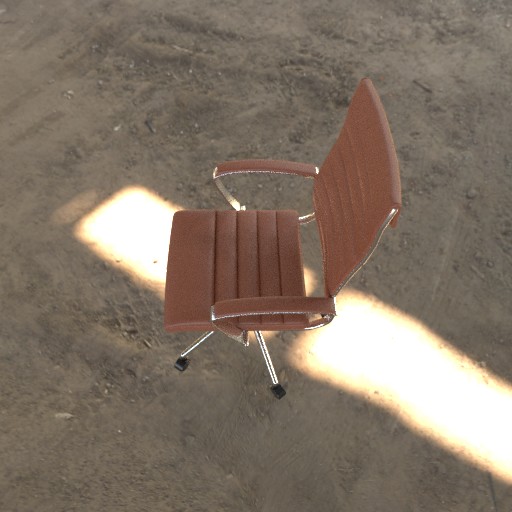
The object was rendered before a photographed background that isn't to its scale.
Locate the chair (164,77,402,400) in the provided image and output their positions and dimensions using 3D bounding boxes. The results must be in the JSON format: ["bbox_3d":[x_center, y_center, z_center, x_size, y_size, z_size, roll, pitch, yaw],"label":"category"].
[{"bbox_3d":[0.000,0.000,1.582,0.739,1.149,0.766,-2,60,-1],"label":"chair"}]
